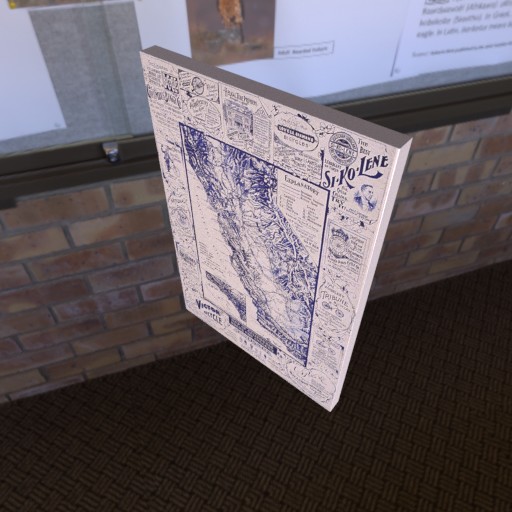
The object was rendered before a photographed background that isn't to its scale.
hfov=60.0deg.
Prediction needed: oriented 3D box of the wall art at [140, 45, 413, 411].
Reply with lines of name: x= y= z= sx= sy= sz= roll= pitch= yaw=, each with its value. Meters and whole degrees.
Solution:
wall art: x=0.000 y=0.000 z=0.963 sx=0.511 sy=0.753 sz=0.039 roll=30 pitch=53 yaw=26
